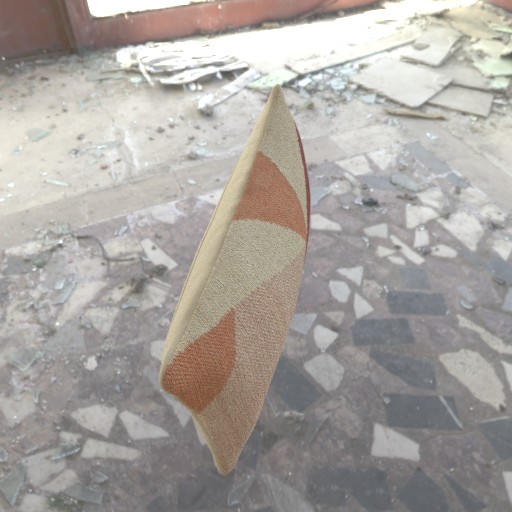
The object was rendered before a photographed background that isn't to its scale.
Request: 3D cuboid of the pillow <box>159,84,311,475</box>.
[{"bbox_3d":[0.000,0.000,0.715,0.155,0.292,0.609,9,47,8],"label":"pillow"}]
